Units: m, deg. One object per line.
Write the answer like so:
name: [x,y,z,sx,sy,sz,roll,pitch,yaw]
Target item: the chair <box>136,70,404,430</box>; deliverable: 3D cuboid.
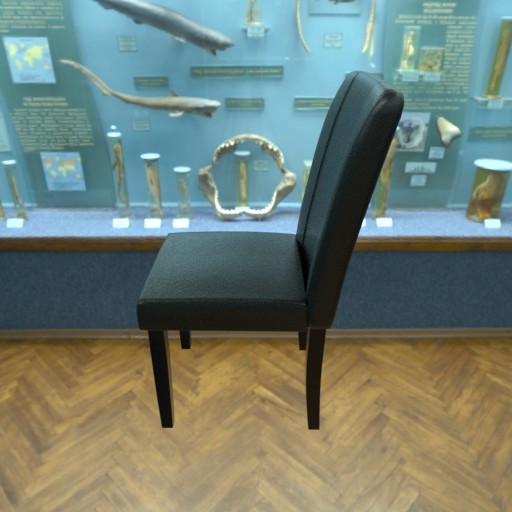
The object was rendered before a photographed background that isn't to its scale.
chair: [0.000,0.000,1.182,0.556,0.897,0.399,0,28,1]
